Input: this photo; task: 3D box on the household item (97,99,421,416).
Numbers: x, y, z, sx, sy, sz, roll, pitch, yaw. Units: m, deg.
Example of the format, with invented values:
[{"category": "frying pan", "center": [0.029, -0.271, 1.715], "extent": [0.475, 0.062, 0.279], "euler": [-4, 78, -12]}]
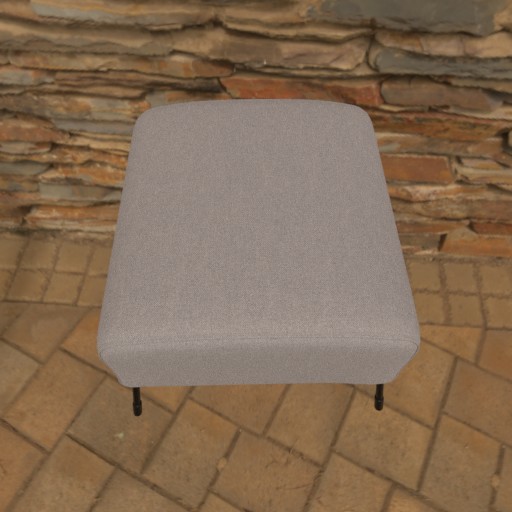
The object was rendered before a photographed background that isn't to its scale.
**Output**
[{"category": "household item", "center": [0.000, 0.000, 0.902], "extent": [0.530, 0.410, 0.530], "euler": [-1, 58, -1]}]
